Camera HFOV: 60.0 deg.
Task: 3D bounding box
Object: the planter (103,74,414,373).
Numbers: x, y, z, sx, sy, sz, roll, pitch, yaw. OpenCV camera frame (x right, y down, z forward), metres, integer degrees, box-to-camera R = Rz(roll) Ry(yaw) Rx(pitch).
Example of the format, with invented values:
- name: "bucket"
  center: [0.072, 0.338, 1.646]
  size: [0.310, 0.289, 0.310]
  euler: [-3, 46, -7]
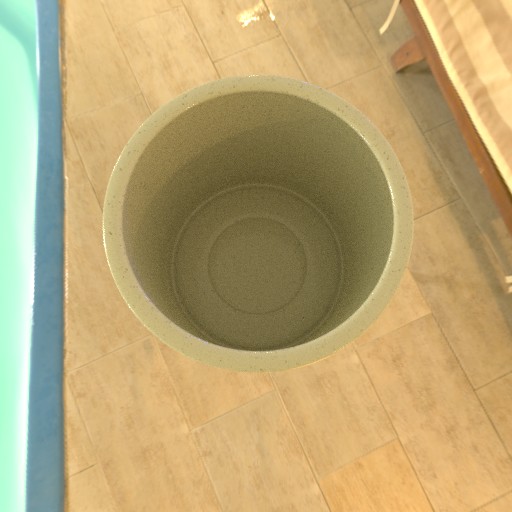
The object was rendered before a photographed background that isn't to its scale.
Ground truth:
- name: "planter"
  center: [0.000, 0.000, 0.328]
  size: [0.152, 0.230, 0.159]
  euler: [-18, 78, -4]
